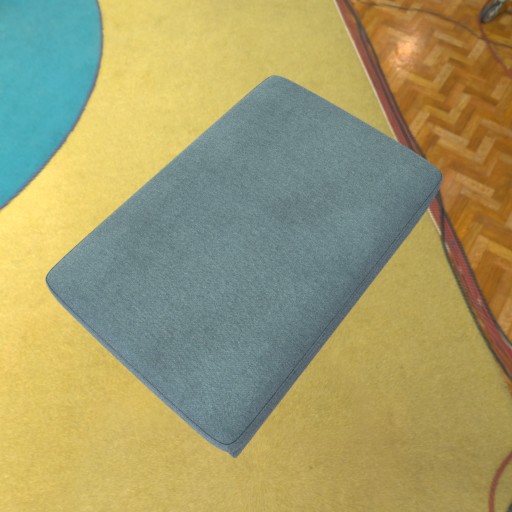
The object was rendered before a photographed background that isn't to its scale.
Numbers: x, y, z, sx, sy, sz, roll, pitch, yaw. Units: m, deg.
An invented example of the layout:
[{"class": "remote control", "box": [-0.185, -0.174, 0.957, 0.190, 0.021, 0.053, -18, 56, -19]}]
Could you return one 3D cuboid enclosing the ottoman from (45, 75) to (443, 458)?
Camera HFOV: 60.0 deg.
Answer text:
[{"class": "ottoman", "box": [0.000, 0.000, 1.210, 0.584, 0.483, 0.864, 37, 69, 16]}]
